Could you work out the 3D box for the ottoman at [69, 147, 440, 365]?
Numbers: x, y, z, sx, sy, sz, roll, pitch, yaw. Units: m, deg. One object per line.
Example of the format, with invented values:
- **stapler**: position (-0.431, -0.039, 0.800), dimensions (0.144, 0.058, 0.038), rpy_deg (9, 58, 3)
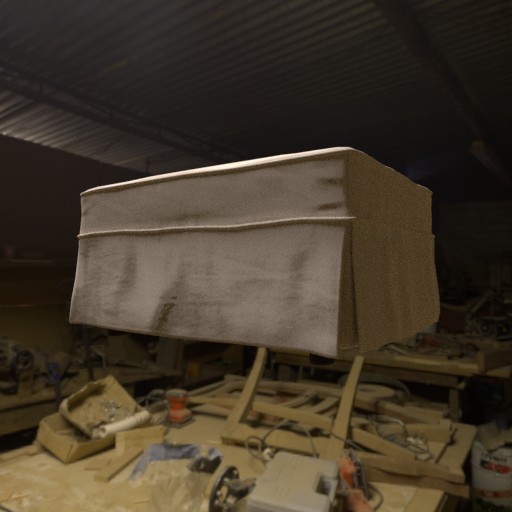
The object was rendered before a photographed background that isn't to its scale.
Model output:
- **ottoman**: position (0.000, 0.000, 1.354), dimensions (0.944, 0.479, 0.703), rpy_deg (-1, -2, 35)
